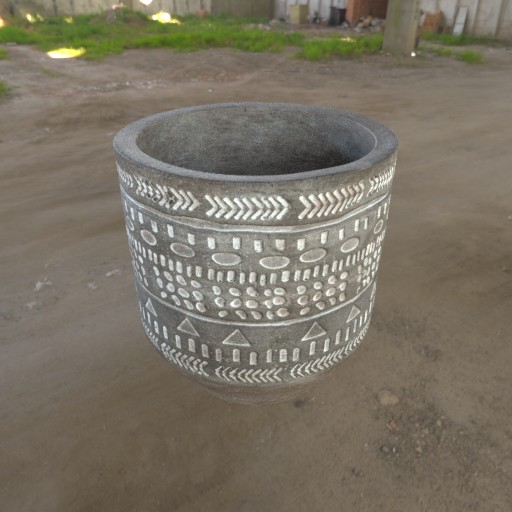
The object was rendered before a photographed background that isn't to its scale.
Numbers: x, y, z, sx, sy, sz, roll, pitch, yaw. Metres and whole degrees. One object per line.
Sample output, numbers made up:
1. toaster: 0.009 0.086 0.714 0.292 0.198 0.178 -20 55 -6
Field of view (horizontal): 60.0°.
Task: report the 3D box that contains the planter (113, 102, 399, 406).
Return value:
1. planter: 0.000 0.000 0.226 0.122 0.128 0.122 0 31 0
